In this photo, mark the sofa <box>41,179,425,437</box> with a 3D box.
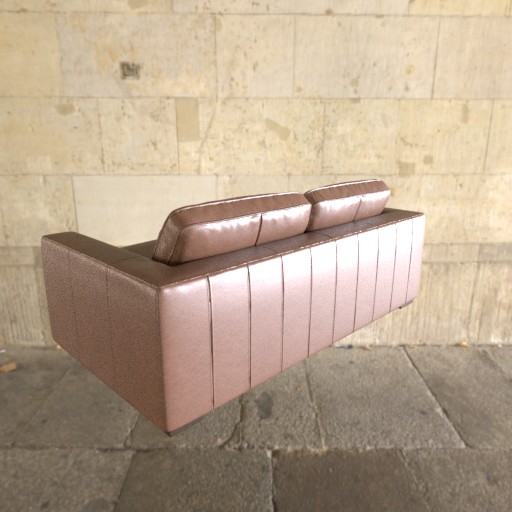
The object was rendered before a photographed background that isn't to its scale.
[{"bbox_3d":[0.000,0.000,2.451,1.920,0.800,1.070,-15,22,-43],"label":"sofa"}]
